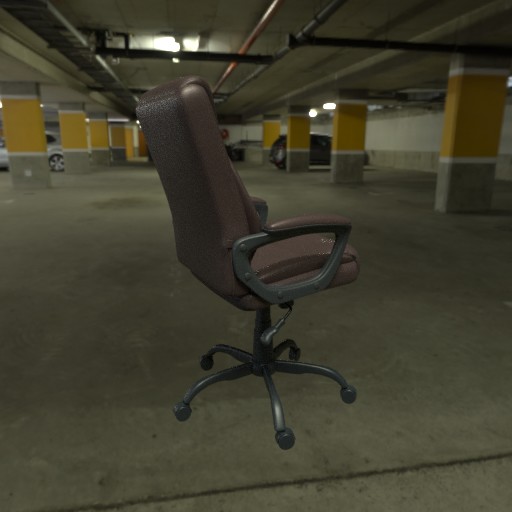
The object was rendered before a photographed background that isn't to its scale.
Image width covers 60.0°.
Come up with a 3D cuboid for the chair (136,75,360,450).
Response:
[{"bbox_3d":[0.000,0.000,1.499,0.655,1.072,0.615,-7,16,-27],"label":"chair"}]
